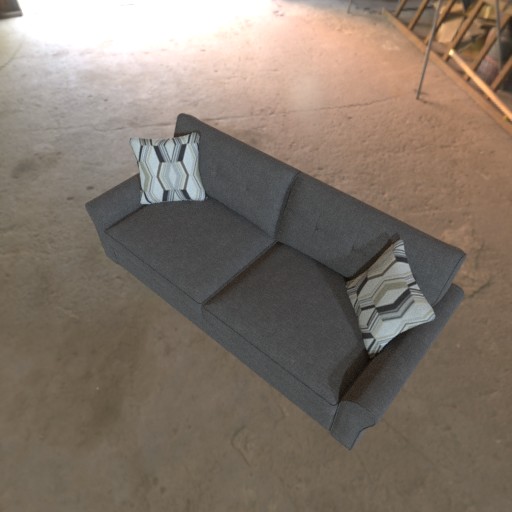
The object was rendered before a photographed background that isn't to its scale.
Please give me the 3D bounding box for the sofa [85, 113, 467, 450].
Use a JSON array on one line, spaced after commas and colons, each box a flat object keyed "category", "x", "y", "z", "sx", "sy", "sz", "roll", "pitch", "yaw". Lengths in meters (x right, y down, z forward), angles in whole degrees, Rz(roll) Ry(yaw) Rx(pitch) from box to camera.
[{"category": "sofa", "x": 0.000, "y": 0.000, "z": 2.510, "sx": 2.032, "sy": 0.813, "sz": 0.889, "roll": 33, "pitch": 55, "yaw": 26}]
